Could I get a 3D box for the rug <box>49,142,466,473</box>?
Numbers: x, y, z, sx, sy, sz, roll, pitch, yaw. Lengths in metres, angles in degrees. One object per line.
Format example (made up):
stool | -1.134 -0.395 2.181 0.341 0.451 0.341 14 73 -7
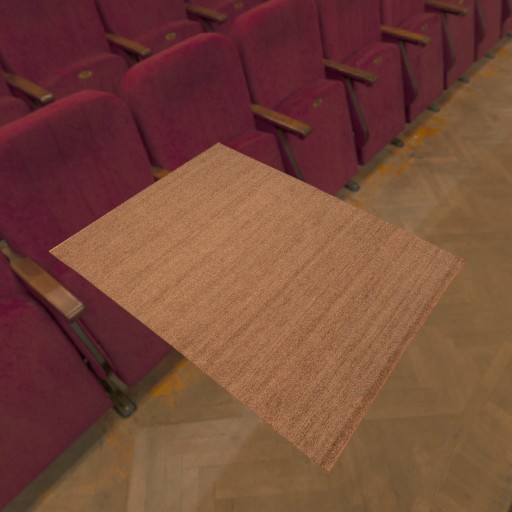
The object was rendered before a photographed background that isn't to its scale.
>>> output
rug | 0.000 0.000 5.007 3.778 0.053 2.873 31 54 25
